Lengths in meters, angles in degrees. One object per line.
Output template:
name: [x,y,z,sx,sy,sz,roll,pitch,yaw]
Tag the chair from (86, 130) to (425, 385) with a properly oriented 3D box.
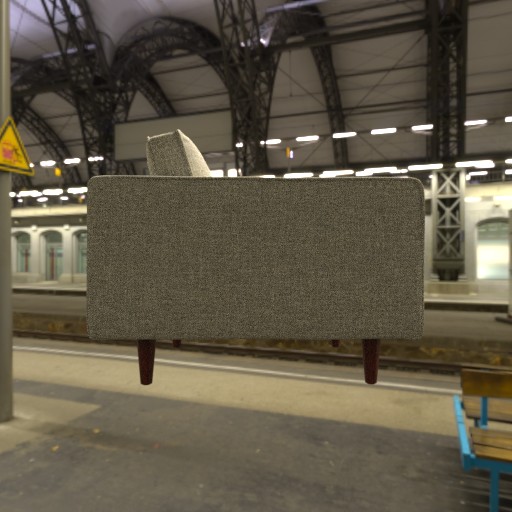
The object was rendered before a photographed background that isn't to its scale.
chair: [0.000,0.000,1.598,0.914,0.765,0.889,0,0,-1]
